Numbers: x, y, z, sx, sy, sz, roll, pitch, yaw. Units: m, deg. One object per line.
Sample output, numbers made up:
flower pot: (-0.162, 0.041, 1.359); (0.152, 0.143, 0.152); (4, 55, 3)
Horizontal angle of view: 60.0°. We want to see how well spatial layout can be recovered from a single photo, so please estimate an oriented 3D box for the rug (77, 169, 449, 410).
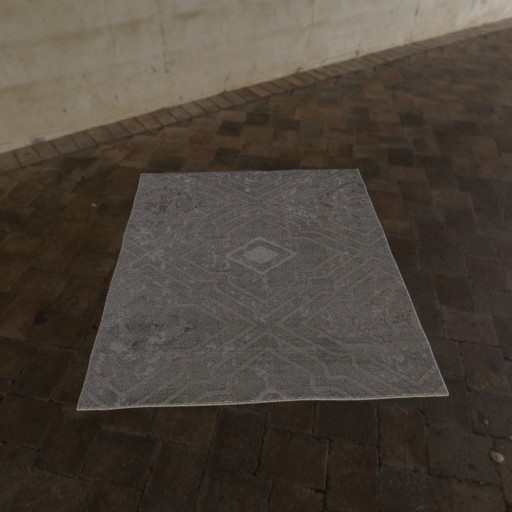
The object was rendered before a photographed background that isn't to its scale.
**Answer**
rug: (0.000, 0.000, 0.884); (0.548, 0.006, 0.639); (-2, 42, -2)
